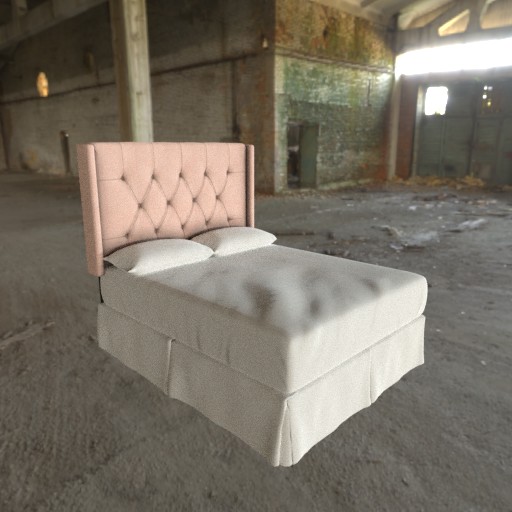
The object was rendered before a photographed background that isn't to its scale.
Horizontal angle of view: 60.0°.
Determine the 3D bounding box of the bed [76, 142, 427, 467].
[{"bbox_3d":[0.000,0.000,3.329,2.066,1.665,1.719,13,19,43],"label":"bed"}]
